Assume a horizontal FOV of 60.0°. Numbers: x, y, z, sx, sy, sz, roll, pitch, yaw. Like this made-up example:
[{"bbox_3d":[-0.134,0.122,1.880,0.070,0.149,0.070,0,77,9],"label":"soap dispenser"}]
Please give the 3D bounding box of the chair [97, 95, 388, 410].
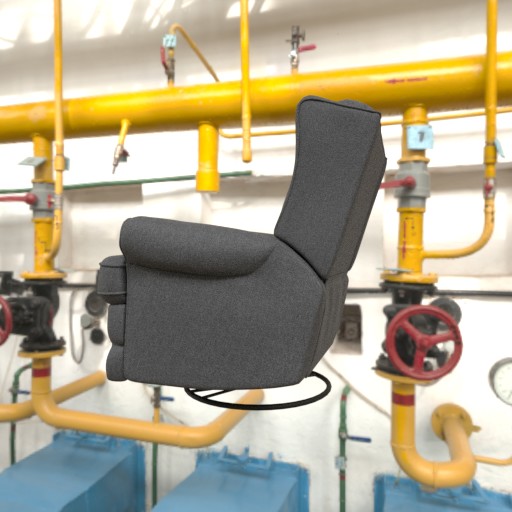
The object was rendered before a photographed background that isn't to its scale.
[{"bbox_3d":[0.000,0.000,1.732,0.969,1.011,0.847,0,0,18],"label":"chair"}]
